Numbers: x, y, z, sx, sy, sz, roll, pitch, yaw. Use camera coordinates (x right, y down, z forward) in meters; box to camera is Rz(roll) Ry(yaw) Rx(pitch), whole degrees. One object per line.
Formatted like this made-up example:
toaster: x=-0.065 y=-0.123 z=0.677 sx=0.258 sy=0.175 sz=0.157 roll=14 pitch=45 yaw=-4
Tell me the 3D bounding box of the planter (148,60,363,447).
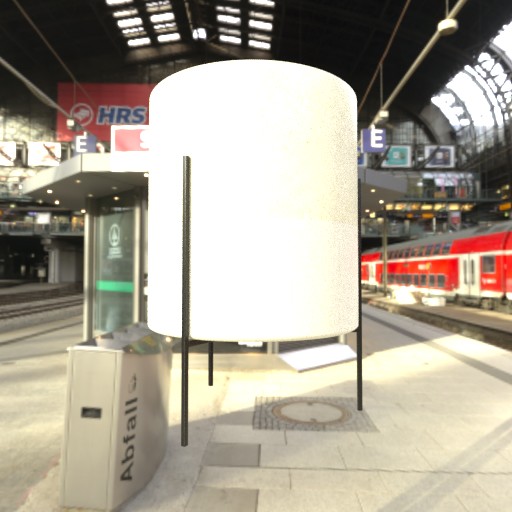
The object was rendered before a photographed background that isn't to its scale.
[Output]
planter: x=0.000 y=0.000 z=0.704 sx=0.333 sy=0.483 sz=0.324 roll=0 pitch=-2 yaw=1
